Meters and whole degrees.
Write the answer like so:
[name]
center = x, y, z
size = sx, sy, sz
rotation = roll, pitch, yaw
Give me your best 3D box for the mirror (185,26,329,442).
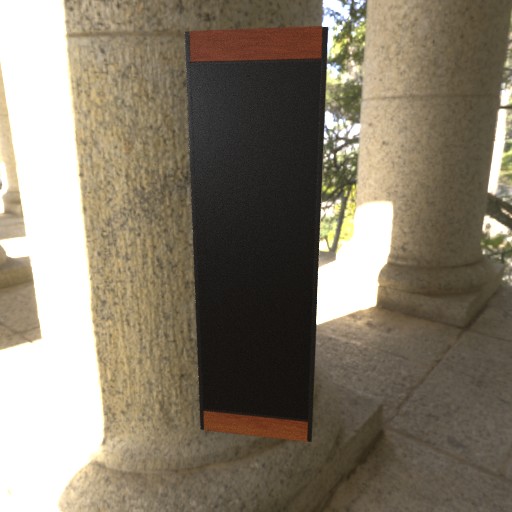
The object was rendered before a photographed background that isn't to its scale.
[mirror]
center = 0.000, 0.000, 1.215
size = 0.343, 1.123, 0.047
rotation = 3, 16, 9
